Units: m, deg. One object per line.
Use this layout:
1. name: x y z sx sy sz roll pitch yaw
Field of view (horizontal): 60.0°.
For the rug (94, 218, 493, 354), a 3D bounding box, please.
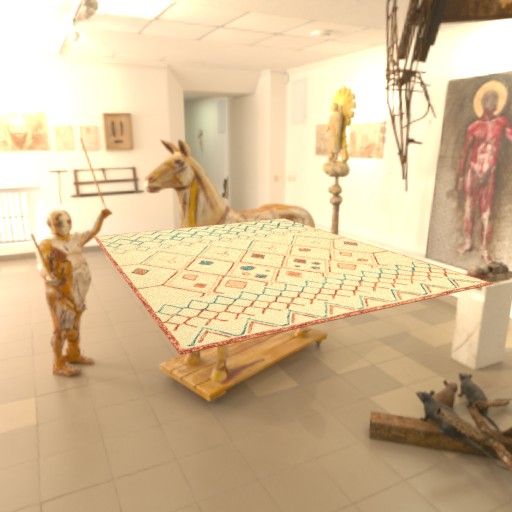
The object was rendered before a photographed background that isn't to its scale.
1. rug: 0.000 0.000 4.099 2.441 0.016 3.050 -8 17 -26
